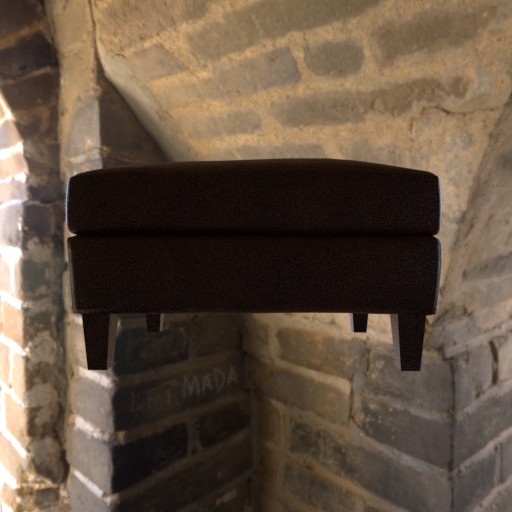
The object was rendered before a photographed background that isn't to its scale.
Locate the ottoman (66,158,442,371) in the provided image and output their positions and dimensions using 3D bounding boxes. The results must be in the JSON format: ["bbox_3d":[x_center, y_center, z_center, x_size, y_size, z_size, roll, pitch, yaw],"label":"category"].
[{"bbox_3d":[0.000,0.000,1.299,0.887,0.527,0.659,0,0,1],"label":"ottoman"}]
